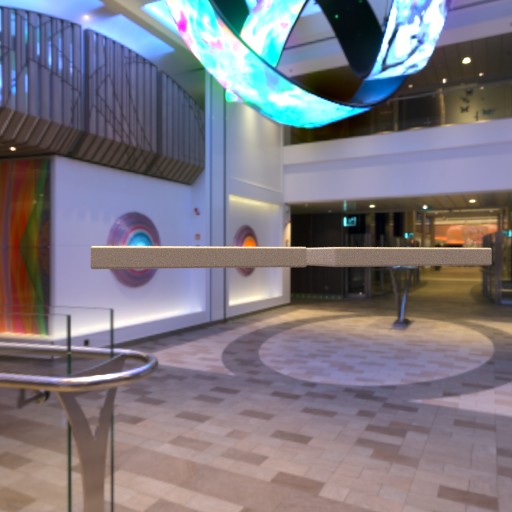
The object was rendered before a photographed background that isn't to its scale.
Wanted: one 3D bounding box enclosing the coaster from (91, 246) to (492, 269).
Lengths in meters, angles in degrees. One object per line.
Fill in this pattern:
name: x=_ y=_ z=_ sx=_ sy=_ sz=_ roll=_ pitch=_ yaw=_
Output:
coaster: x=0.000 y=0.000 z=0.326 sx=0.219 sy=0.010 sz=0.214 roll=0 pitch=0 yaw=-18
